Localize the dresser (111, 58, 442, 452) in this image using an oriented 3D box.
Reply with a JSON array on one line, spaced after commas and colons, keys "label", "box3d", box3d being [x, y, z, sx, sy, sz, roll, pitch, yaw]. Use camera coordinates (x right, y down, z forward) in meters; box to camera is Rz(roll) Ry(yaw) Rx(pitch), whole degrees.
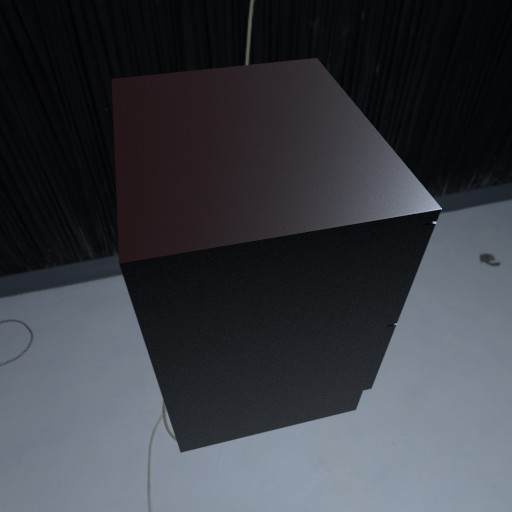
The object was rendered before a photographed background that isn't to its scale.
[{"label": "dresser", "box3d": [0.000, 0.000, 0.746, 0.360, 0.470, 0.400, -10, 47, -9]}]
